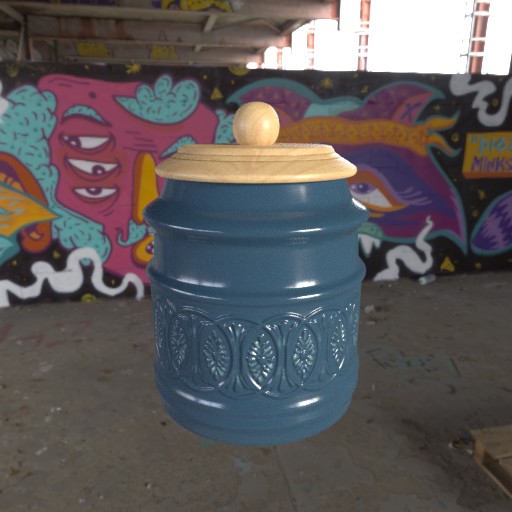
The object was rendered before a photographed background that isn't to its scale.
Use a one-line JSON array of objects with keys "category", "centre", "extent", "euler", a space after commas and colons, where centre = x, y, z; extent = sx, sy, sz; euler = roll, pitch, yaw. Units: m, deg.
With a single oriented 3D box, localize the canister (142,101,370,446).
[{"category": "canister", "centre": [0.000, 0.000, 0.268], "extent": [0.130, 0.176, 0.130], "euler": [0, 16, 0]}]
